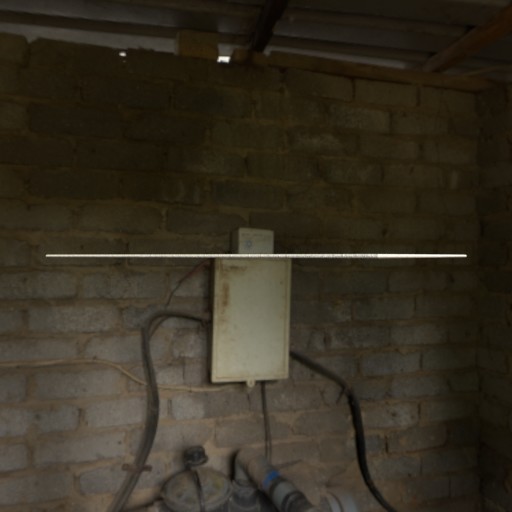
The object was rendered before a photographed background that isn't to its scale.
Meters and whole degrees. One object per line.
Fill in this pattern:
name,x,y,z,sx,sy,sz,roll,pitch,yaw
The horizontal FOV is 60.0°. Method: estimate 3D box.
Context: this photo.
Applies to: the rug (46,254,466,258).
rug,0.000,0.000,2.760,2.132,0.015,1.526,0,0,36
